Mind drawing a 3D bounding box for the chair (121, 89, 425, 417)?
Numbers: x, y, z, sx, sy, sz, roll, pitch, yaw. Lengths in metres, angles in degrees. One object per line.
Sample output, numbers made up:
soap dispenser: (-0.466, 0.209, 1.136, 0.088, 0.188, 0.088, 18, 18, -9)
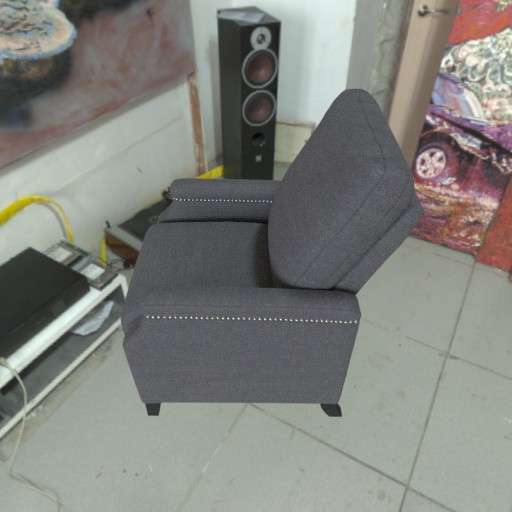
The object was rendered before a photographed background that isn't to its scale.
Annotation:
chair: (0.000, 0.000, 1.621, 0.922, 1.049, 0.710, 0, 42, 0)
